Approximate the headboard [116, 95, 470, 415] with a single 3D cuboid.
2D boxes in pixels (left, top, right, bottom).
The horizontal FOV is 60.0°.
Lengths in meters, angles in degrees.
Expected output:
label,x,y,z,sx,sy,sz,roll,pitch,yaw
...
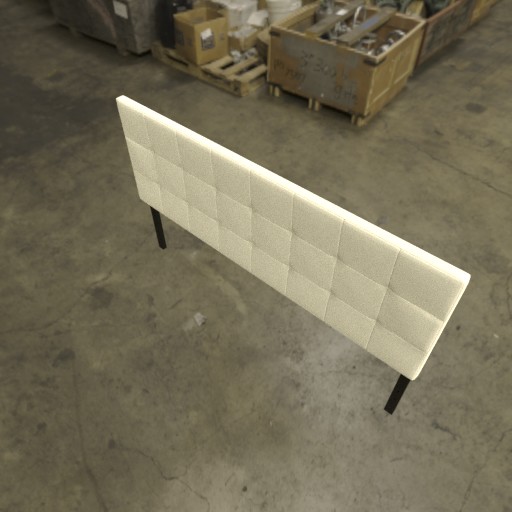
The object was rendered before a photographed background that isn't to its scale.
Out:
label,x,y,z,sx,sy,sz,roll,pitch,yaw
headboard,0.000,0.000,2.866,2.362,1.410,0.120,33,55,27
